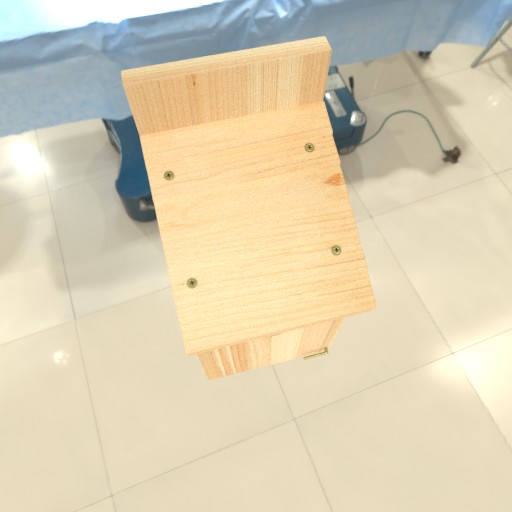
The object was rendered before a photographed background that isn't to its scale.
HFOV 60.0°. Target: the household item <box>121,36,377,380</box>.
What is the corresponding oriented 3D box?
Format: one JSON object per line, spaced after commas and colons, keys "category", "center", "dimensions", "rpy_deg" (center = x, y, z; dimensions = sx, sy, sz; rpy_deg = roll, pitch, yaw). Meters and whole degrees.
{"category": "household item", "center": [0.000, 0.000, 0.404], "dimensions": [0.149, 0.300, 0.171], "rpy_deg": [-13, 63, -7]}
